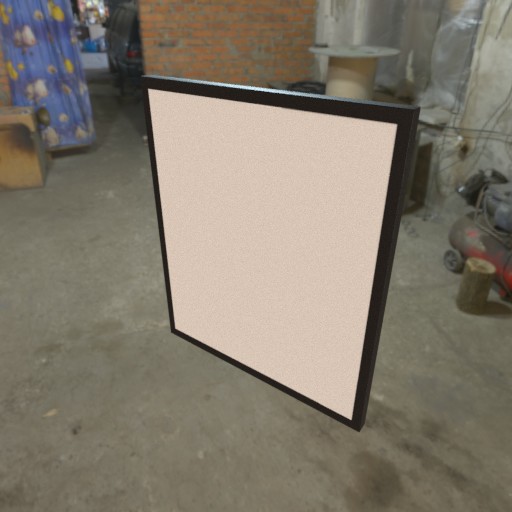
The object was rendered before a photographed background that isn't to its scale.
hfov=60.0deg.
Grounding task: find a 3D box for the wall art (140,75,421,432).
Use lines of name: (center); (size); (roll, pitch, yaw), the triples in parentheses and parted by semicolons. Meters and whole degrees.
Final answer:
wall art: (0.000, 0.000, 0.712); (0.430, 0.509, 0.021); (20, 35, 31)
